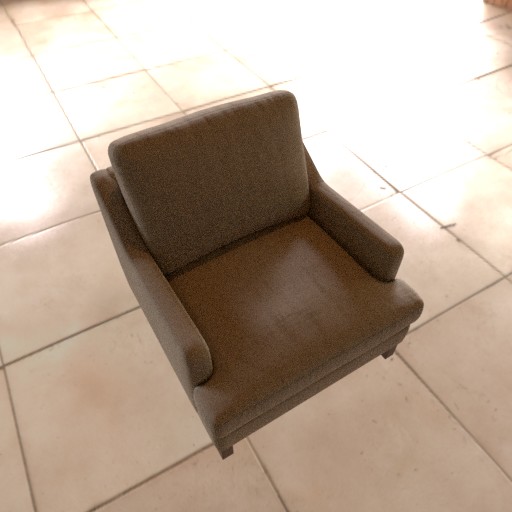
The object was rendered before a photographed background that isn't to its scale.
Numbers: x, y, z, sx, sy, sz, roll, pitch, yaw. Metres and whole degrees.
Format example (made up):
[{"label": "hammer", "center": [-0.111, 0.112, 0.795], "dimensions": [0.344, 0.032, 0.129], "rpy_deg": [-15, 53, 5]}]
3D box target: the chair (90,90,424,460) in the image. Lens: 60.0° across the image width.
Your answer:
[{"label": "chair", "center": [0.000, 0.000, 1.727], "dimensions": [0.912, 0.916, 1.001], "rpy_deg": [-24, 53, -20]}]
